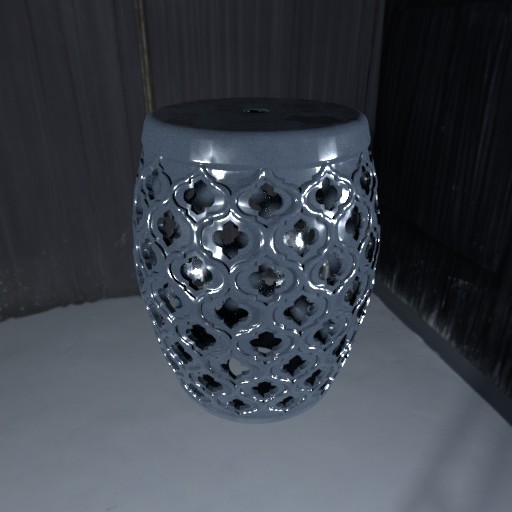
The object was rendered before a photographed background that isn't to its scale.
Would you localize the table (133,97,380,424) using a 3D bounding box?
[{"bbox_3d":[0.000,0.000,0.616,0.325,0.388,0.325,0,27,0],"label":"table"}]
